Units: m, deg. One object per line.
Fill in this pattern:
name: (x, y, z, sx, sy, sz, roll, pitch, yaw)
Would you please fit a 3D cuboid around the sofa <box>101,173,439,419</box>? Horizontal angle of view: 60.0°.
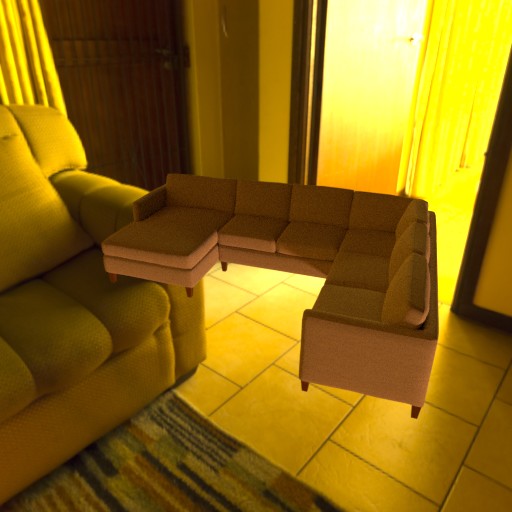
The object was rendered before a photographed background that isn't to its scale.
sofa: (0.000, 0.000, 4.589, 3.460, 0.961, 2.594, 9, 28, 18)
